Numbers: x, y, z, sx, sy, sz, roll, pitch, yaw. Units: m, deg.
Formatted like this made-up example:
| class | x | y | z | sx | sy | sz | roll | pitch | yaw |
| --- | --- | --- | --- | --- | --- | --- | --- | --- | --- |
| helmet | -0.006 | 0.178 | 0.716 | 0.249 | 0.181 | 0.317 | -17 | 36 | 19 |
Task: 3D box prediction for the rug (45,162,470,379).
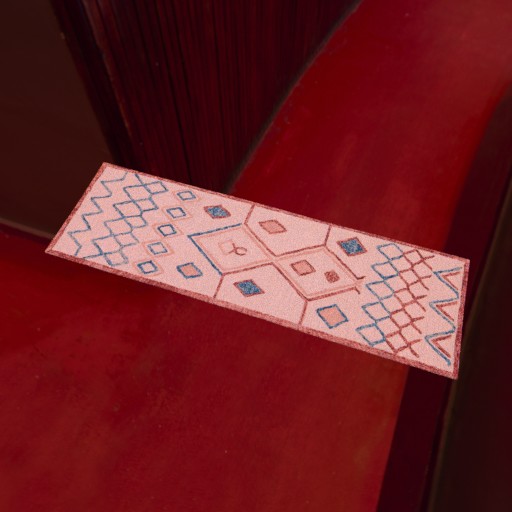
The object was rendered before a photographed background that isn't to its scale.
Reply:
| class | x | y | z | sx | sy | sz | roll | pitch | yaw |
| --- | --- | --- | --- | --- | --- | --- | --- | --- | --- |
| rug | 0.000 | 0.000 | 2.656 | 2.435 | 0.011 | 0.750 | 16 | 61 | 9 |
